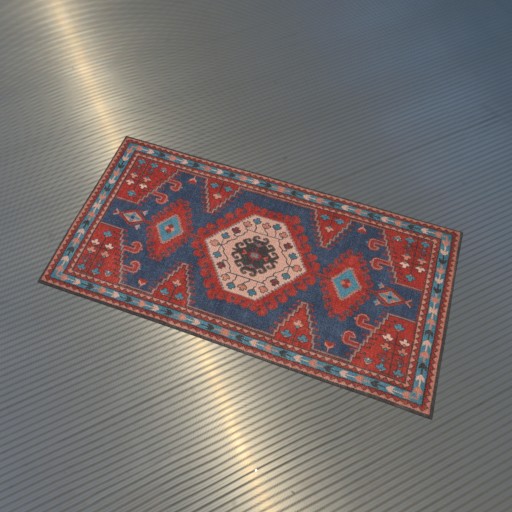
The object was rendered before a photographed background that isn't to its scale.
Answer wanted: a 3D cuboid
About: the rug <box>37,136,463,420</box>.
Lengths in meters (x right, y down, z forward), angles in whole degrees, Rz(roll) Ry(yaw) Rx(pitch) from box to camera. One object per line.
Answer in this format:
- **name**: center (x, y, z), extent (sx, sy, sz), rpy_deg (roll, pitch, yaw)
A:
- **rug**: center (0.000, 0.000, 3.492), extent (3.032, 0.034, 1.522), rpy_deg (17, 65, 8)
